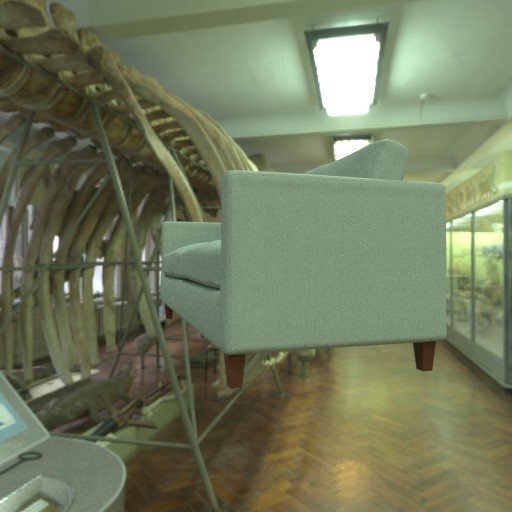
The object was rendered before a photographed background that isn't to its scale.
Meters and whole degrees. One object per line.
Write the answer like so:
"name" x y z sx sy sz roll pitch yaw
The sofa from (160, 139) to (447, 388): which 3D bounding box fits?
"sofa" 0.000 0.000 2.677 0.951 0.965 2.208 0 -1 -18
